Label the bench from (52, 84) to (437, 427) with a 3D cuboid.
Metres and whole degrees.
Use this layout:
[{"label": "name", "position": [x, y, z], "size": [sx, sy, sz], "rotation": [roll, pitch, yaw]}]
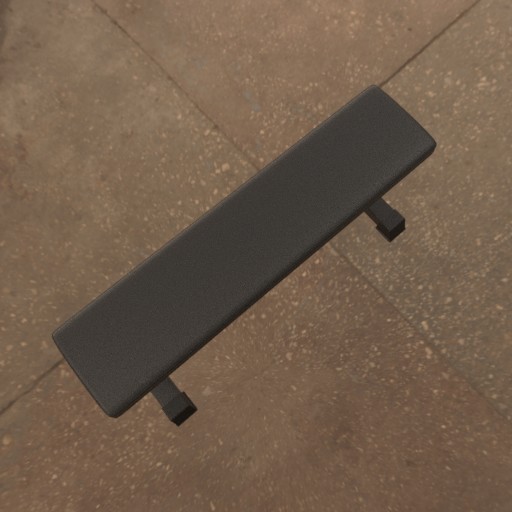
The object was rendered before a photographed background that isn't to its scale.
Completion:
[{"label": "bench", "position": [0.000, 0.000, 1.304], "size": [1.072, 0.453, 0.439], "rotation": [-39, 78, -10]}]
